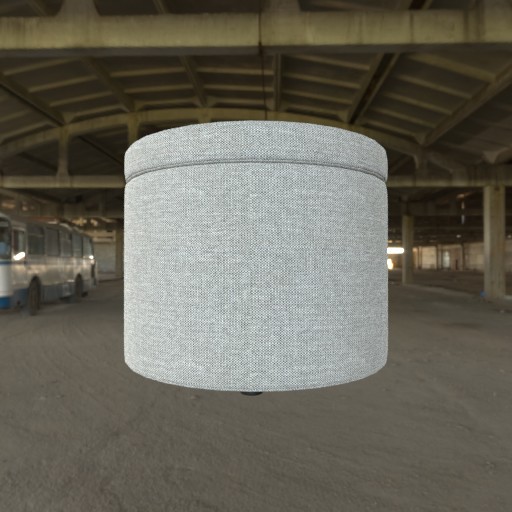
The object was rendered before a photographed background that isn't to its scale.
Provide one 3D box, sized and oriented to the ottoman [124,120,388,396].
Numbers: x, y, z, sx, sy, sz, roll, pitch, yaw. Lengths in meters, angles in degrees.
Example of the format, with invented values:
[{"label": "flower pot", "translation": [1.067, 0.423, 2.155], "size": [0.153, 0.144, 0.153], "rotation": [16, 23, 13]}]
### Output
[{"label": "ottoman", "translation": [0.000, 0.000, 0.876], "size": [0.500, 0.419, 0.500], "rotation": [0, 0, 0]}]
